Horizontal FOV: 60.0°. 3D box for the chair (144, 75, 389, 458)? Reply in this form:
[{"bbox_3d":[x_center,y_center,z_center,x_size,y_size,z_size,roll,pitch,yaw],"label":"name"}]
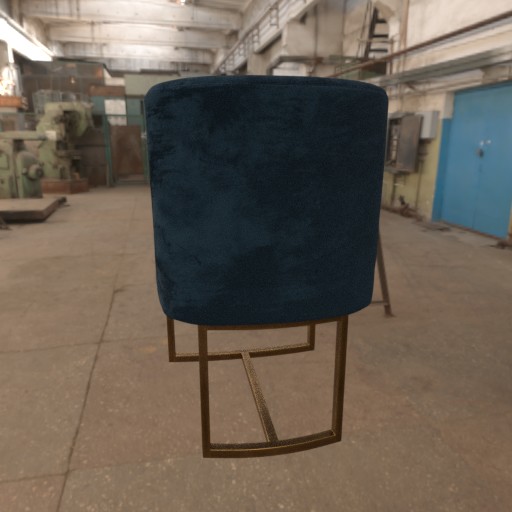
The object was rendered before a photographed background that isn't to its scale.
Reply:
[{"bbox_3d":[0.000,0.000,1.164,0.530,0.824,0.560,-3,15,-10],"label":"chair"}]
